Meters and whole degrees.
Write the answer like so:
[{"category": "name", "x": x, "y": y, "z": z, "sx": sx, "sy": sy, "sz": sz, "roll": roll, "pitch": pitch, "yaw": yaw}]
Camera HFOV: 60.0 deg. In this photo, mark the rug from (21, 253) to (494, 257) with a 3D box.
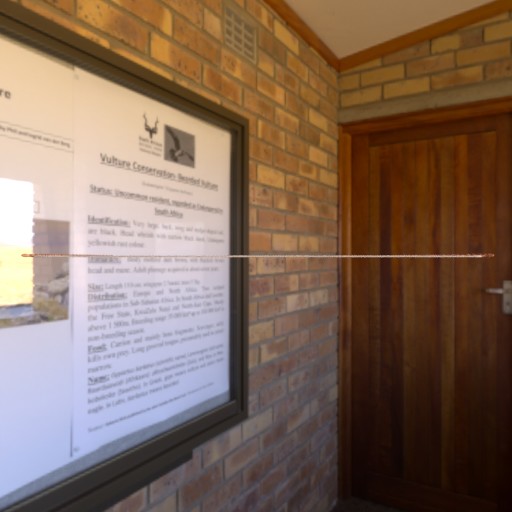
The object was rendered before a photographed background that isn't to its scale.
[{"category": "rug", "x": 0.000, "y": 0.000, "z": 2.542, "sx": 2.092, "sy": 0.017, "sz": 1.232, "roll": 0, "pitch": 0, "yaw": 0}]
